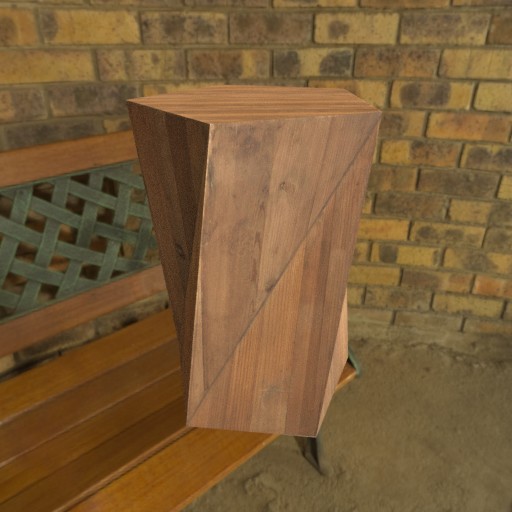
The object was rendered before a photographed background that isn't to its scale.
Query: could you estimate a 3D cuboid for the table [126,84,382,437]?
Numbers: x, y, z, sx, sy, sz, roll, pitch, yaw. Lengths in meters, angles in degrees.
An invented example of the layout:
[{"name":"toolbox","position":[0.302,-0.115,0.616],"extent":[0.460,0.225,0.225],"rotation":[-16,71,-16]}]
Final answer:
[{"name":"table","position":[0.000,0.000,0.894],"extent":[0.425,0.604,0.441],"rotation":[8,29,15]}]
